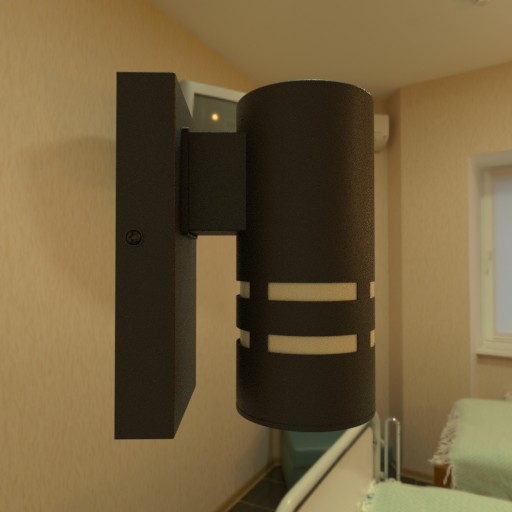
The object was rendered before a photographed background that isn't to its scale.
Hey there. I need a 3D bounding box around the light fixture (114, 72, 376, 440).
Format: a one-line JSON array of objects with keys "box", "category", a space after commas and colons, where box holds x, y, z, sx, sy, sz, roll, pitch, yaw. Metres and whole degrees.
[{"box": [0.000, 0.000, 0.262, 0.138, 0.179, 0.098, 0, -1, -1], "category": "light fixture"}]
